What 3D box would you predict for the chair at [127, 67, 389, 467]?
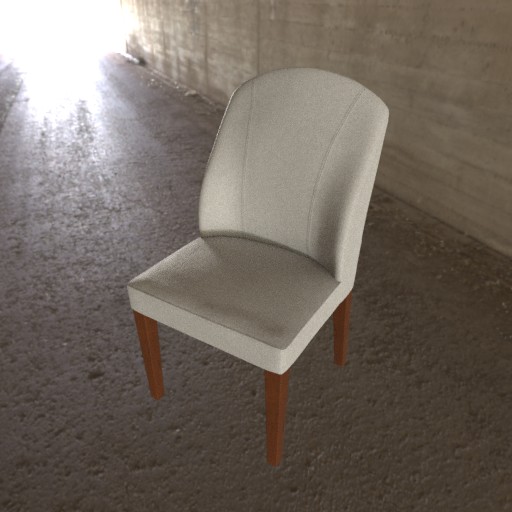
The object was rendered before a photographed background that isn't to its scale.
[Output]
[{"bbox_3d":[0.000,0.000,1.201,0.472,0.893,0.540,18,35,27],"label":"chair"}]
